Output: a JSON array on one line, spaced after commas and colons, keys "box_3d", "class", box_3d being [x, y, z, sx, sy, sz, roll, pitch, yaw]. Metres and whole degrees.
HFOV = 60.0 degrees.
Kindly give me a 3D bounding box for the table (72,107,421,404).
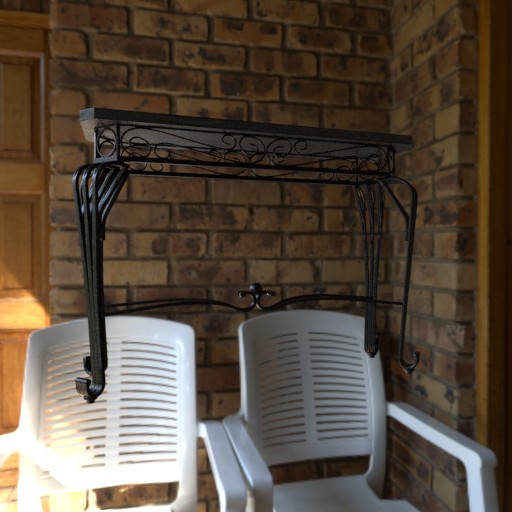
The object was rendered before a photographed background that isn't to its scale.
[{"box_3d": [0.000, 0.000, 1.474, 1.112, 0.800, 0.329, 0, 1, -17], "class": "table"}]
